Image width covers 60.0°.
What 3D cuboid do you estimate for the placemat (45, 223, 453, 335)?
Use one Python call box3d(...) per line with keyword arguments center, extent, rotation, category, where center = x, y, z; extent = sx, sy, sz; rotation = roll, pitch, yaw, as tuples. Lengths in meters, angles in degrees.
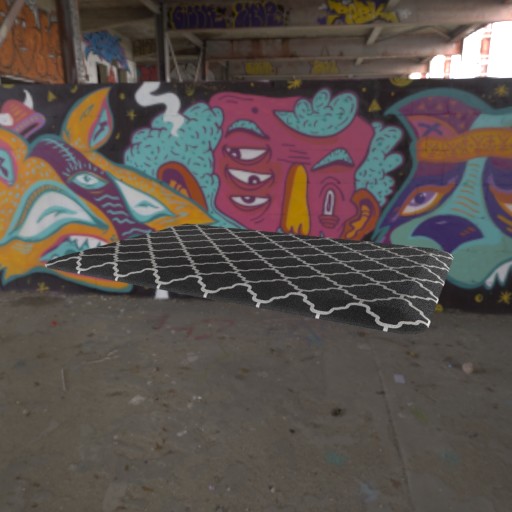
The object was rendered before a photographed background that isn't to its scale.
box3d(center=(0.000, 0.000, 0.966), extent=(0.762, 0.021, 0.508), rotation=(7, 16, 27), category="placemat")
